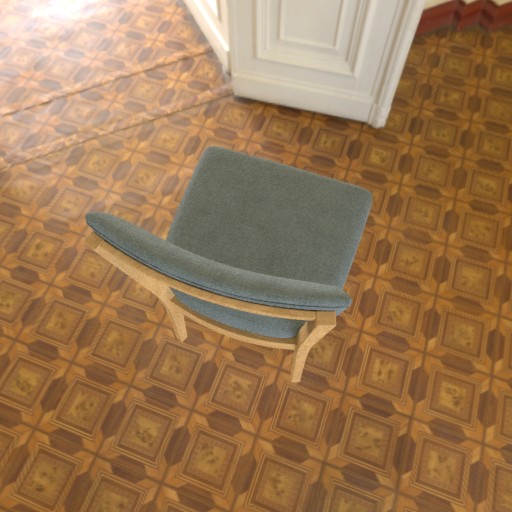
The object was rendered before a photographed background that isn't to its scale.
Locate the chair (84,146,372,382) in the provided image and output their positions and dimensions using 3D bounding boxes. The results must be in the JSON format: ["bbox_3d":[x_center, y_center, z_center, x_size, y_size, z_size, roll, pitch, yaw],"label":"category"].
[{"bbox_3d":[0.000,0.000,1.197,0.508,0.832,0.572,18,65,9],"label":"chair"}]
